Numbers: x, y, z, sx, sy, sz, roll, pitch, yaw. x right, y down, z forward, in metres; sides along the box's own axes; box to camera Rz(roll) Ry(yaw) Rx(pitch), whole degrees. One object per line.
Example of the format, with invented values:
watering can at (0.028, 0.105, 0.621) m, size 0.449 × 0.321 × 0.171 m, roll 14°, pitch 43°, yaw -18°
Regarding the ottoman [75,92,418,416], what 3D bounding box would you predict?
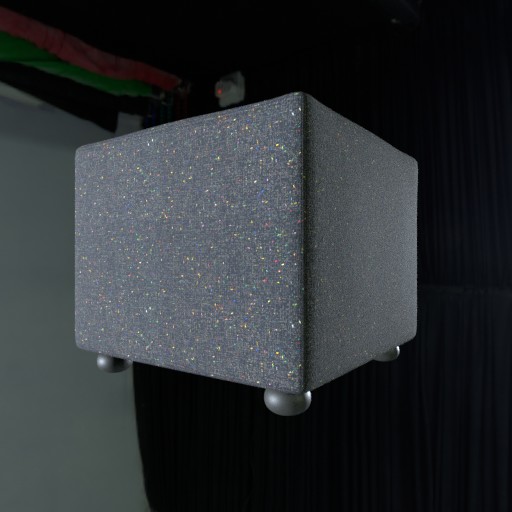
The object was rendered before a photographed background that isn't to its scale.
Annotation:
ottoman at (0.000, 0.000, 0.881) m, size 0.508 × 0.432 × 0.508 m, roll 0°, pitch 0°, yaw 35°
